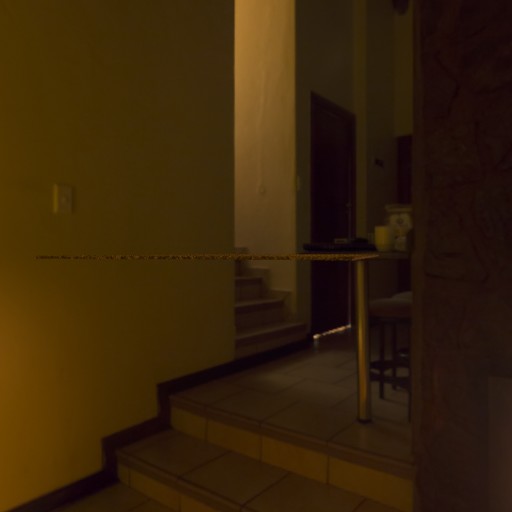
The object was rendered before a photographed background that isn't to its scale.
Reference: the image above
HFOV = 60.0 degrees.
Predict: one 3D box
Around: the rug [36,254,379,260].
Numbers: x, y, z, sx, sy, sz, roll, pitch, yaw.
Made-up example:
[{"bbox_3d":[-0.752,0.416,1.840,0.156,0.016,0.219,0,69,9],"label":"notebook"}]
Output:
[{"bbox_3d":[0.000,0.000,2.351,1.189,0.011,1.808,0,0,18],"label":"rug"}]
